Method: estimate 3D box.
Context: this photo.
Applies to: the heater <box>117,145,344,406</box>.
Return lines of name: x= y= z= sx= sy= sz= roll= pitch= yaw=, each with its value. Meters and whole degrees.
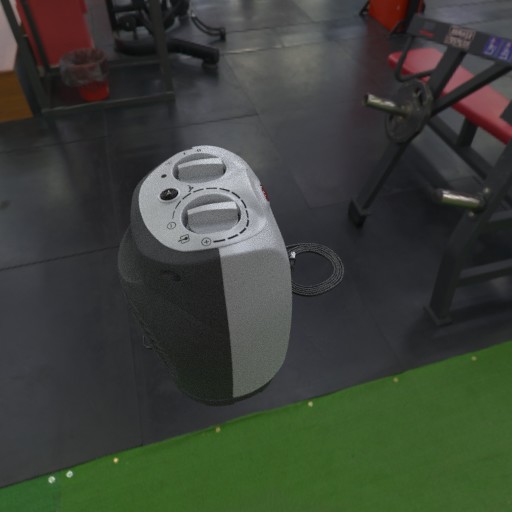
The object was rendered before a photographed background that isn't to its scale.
heater: x=0.000 y=0.000 z=0.485 sx=0.291 sy=0.255 sz=0.239 roll=-10 pitch=48 yaw=-9
